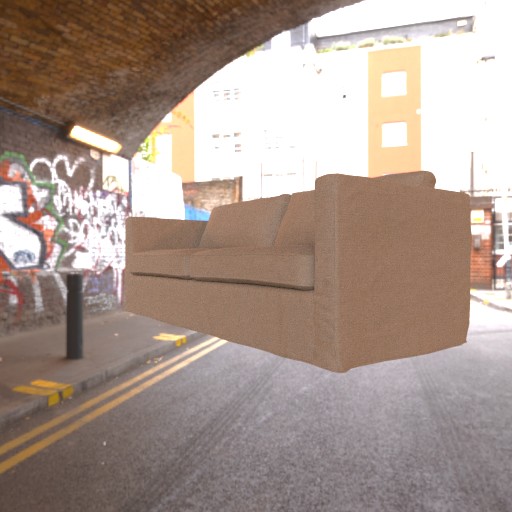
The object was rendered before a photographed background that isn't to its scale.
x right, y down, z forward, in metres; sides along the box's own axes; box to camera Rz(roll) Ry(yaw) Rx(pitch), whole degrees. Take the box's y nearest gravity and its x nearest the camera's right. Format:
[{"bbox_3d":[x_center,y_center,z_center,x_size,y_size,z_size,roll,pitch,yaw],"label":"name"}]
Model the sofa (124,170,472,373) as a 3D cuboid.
[{"bbox_3d":[0.000,0.000,2.768,0.956,0.847,2.296,0,0,-35],"label":"sofa"}]
